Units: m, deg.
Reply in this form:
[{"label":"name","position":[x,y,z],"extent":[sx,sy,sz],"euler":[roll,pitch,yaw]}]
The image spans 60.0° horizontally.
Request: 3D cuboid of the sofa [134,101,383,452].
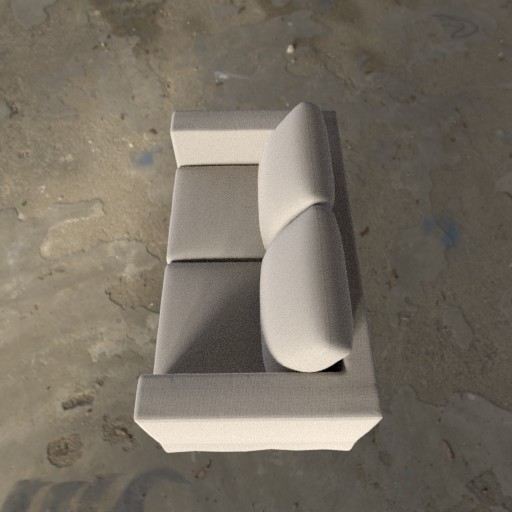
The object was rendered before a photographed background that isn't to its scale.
[{"label":"sofa","position":[0.000,0.000,2.381],"extent":[1.009,0.932,1.813],"euler":[-1,58,0]}]
